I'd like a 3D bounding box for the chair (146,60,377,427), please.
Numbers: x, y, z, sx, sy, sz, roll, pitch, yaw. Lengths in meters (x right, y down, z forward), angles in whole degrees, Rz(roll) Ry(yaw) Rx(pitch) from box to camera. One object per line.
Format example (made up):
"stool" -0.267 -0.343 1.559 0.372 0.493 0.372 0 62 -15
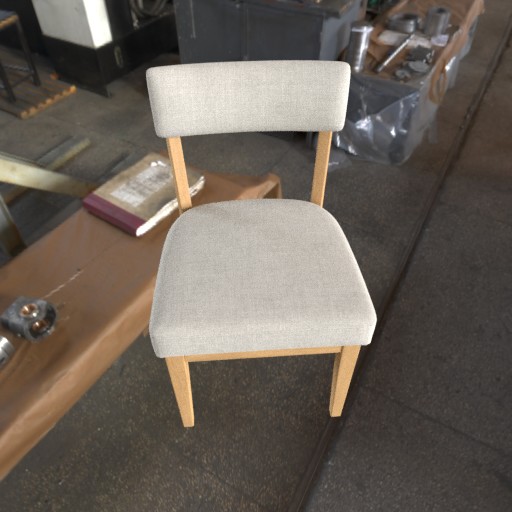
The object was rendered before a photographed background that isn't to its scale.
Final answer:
"chair" 0.000 0.000 1.184 0.508 0.832 0.572 -3 46 -3
